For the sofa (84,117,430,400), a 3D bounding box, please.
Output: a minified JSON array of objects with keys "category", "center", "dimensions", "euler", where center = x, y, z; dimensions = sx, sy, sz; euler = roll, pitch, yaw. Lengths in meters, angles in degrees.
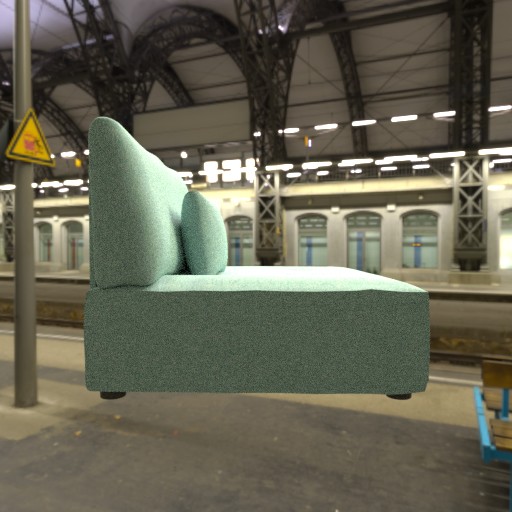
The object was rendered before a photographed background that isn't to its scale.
[{"category":"sofa","center":[0.000,0.000,1.714],"dimensions":[1.000,0.820,0.930],"euler":[0,1,2]}]
